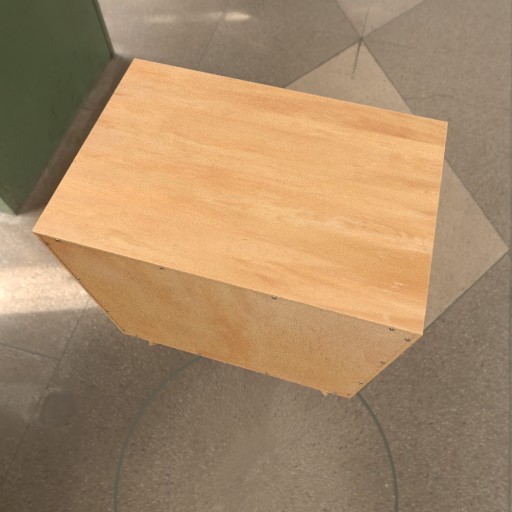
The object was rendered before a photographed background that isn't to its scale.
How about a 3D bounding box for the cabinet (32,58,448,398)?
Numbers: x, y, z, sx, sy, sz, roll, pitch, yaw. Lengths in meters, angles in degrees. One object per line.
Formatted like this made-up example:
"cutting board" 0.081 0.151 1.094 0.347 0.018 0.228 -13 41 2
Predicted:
"cabinet" 0.000 0.000 0.948 0.551 0.599 0.394 14 64 7
